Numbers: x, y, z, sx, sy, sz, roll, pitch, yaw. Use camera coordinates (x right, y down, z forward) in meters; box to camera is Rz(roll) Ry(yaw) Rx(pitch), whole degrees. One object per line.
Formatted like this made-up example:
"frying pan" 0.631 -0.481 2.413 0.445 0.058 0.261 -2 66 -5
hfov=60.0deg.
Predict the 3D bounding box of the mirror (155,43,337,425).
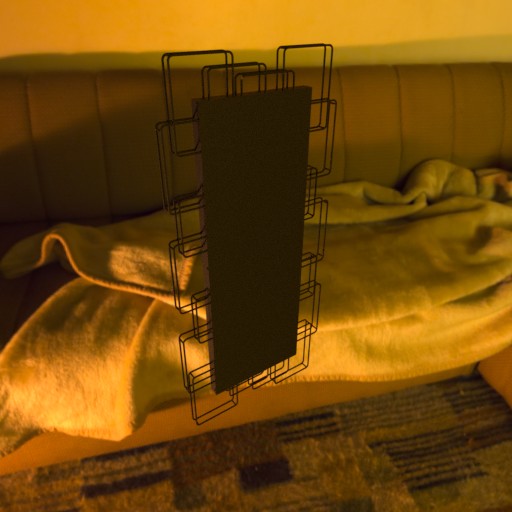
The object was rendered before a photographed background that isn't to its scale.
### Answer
"mirror" 0.000 0.000 1.399 0.565 1.192 0.037 -19 35 -30
